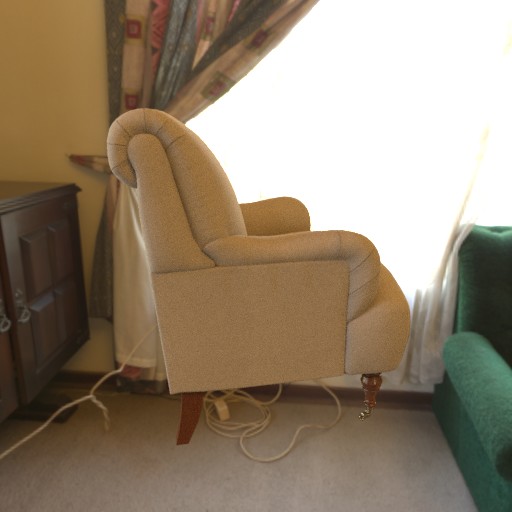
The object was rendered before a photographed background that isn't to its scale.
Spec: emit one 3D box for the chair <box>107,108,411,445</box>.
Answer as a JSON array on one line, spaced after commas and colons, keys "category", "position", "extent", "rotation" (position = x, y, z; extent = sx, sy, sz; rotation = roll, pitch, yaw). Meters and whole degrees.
[{"category": "chair", "position": [0.000, 0.000, 1.525], "extent": [0.842, 0.942, 0.766], "rotation": [-3, 16, -10]}]
